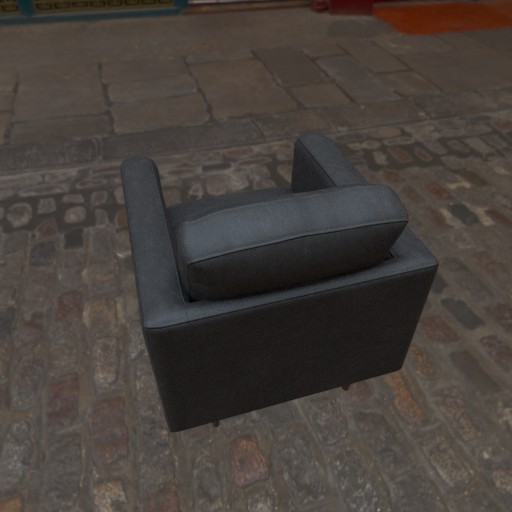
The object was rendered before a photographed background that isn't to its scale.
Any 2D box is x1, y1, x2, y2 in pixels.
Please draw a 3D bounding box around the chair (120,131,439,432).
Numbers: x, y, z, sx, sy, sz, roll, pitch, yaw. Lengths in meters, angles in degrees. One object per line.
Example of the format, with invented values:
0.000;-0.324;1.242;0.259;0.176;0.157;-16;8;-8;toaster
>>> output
0.000;0.000;1.592;0.831;0.898;0.879;-11;43;-12;chair
